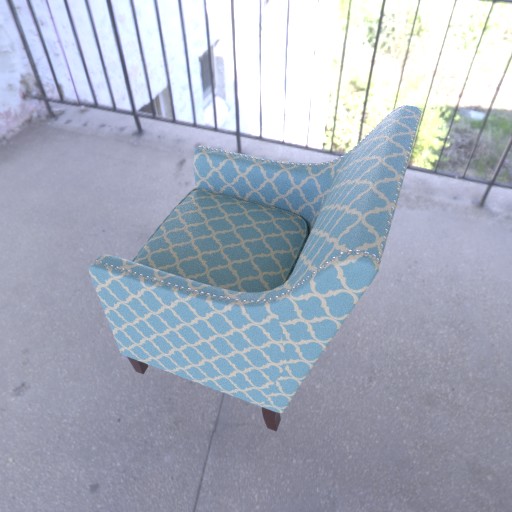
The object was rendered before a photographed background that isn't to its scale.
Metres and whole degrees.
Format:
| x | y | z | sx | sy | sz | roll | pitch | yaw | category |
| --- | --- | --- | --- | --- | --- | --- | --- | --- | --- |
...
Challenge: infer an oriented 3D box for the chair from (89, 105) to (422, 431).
| x | y | z | sx | sy | sz | roll | pitch | yaw | category |
| --- | --- | --- | --- | --- | --- | --- | --- | --- | --- |
| 0.000 | 0.000 | 1.305 | 0.686 | 0.817 | 0.617 | 16 | 47 | 15 | chair |
